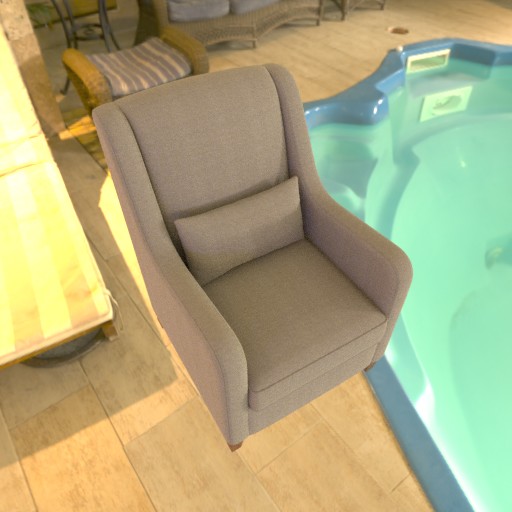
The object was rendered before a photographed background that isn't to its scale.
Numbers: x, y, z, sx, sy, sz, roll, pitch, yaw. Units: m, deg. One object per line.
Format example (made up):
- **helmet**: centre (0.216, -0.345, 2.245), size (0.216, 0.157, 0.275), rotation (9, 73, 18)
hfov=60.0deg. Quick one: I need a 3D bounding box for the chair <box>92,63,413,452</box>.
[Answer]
- **chair**: centre (0.000, 0.000, 1.613), size (0.715, 1.017, 0.890), rotation (-23, 50, -21)
